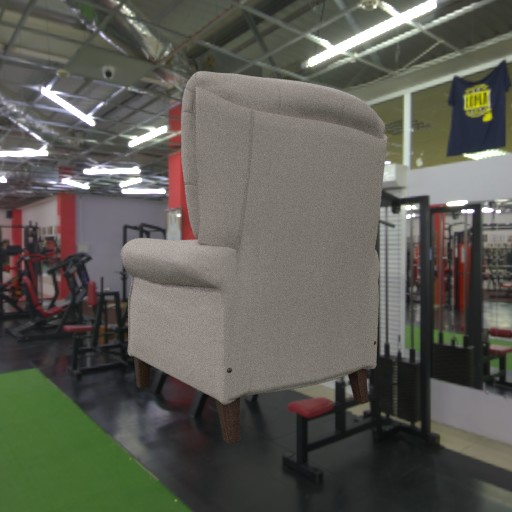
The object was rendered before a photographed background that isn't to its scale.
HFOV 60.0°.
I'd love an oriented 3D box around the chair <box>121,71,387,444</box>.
[{"bbox_3d":[0.000,0.000,1.879,0.942,1.209,1.025,0,1,-36],"label":"chair"}]
